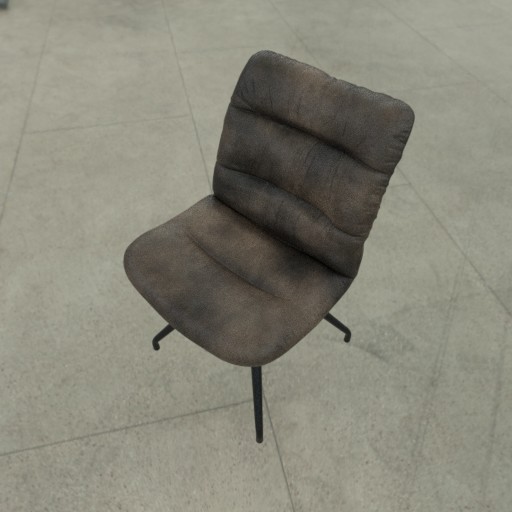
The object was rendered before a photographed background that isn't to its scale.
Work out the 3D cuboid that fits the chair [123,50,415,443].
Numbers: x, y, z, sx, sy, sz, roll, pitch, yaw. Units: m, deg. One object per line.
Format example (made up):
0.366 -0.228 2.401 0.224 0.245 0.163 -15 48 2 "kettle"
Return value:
0.000 0.000 1.253 0.549 0.870 0.622 33 55 27 "chair"
